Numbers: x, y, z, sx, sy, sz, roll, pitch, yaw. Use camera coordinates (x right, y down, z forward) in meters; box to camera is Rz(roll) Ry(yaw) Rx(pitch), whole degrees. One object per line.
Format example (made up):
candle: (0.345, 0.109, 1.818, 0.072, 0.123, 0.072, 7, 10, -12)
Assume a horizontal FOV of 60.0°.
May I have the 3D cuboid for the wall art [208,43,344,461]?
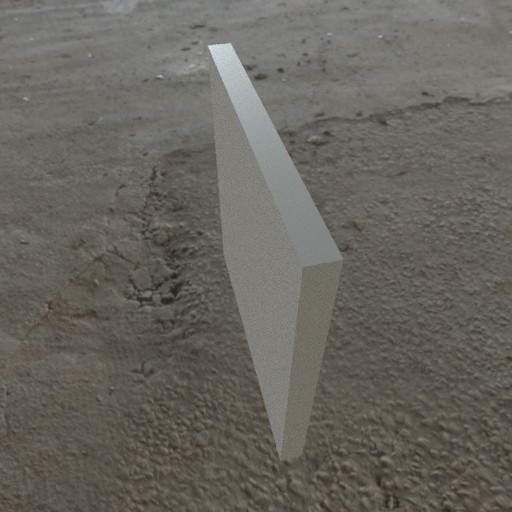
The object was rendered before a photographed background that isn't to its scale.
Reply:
wall art: (0.000, 0.000, 0.529, 0.027, 0.355, 0.355, -10, 48, -10)
